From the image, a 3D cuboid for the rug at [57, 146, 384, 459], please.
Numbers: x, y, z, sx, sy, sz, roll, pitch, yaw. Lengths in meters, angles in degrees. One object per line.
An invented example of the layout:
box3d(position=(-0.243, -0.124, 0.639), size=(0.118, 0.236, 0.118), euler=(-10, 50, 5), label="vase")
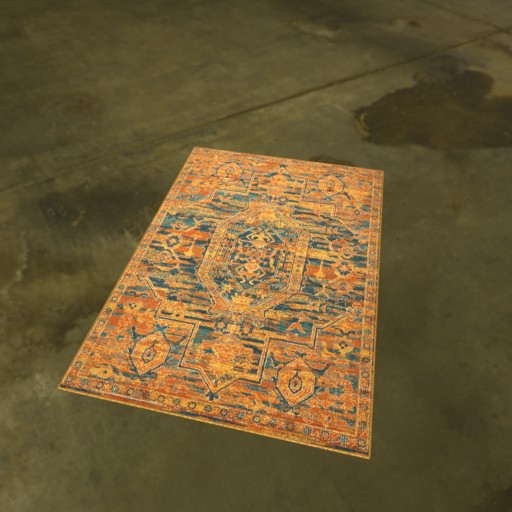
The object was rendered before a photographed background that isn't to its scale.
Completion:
box3d(position=(0.000, 0.000, 3.744), size=(2.043, 0.019, 2.916), euler=(9, 48, 9), label="rug")
